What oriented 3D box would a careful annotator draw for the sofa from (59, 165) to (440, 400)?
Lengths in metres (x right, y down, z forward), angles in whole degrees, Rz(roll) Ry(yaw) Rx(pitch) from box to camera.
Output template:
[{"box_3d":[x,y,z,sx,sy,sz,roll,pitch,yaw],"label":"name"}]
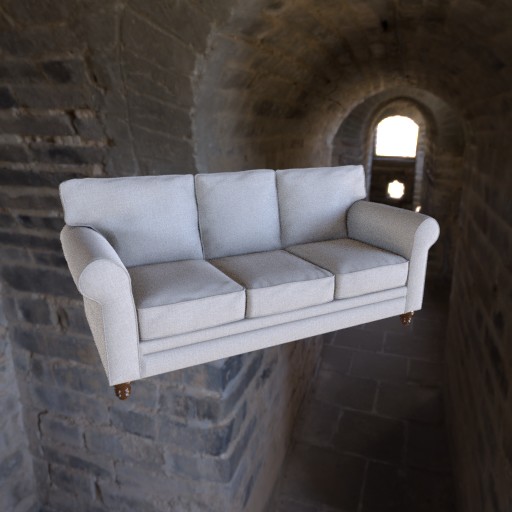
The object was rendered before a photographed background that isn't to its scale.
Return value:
[{"box_3d":[0.000,0.000,2.641,2.084,0.961,0.916,-8,18,-26],"label":"sofa"}]
